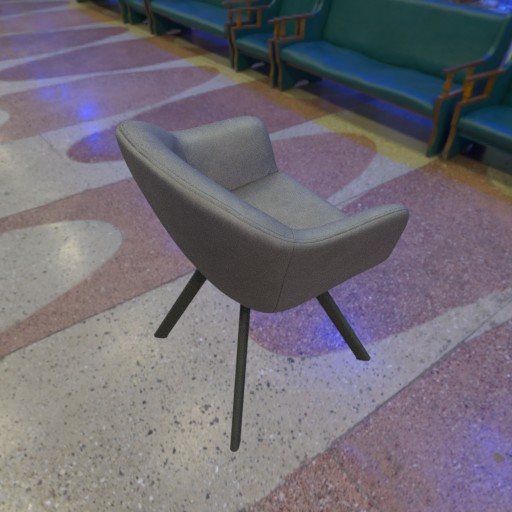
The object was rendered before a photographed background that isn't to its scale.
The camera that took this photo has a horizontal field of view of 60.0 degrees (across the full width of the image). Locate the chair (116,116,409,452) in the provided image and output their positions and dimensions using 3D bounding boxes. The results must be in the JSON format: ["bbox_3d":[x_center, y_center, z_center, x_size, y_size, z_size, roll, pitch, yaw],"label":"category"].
[{"bbox_3d":[0.000,0.000,1.151,0.544,0.781,0.567,-25,47,-26],"label":"chair"}]
